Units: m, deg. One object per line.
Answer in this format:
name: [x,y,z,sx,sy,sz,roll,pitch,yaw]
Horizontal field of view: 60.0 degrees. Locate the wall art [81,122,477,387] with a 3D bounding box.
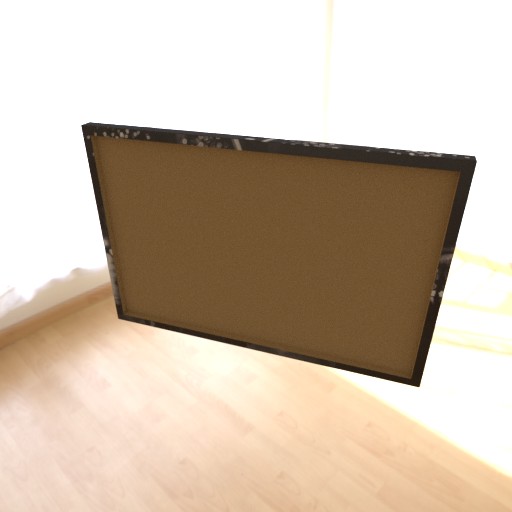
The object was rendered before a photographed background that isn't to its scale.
wall art: [0.000,0.000,1.147,0.914,0.609,0.038,9,31,16]
